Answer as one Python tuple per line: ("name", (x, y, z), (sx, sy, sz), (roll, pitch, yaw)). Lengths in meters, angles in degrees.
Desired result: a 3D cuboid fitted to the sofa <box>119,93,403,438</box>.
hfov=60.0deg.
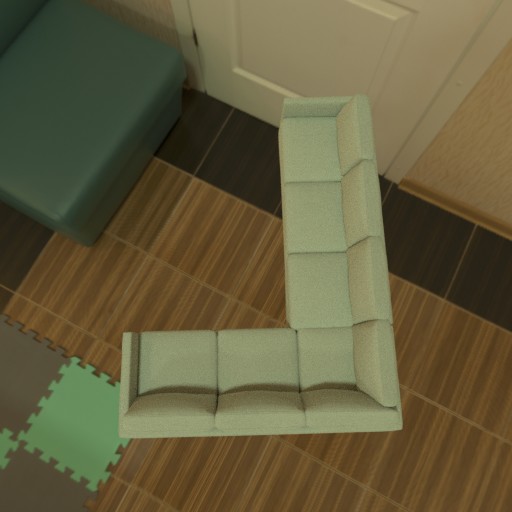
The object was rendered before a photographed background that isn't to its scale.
("sofa", (0.000, 0.000, 4.469), (2.522, 0.934, 3.333), (-1, 76, 0))
